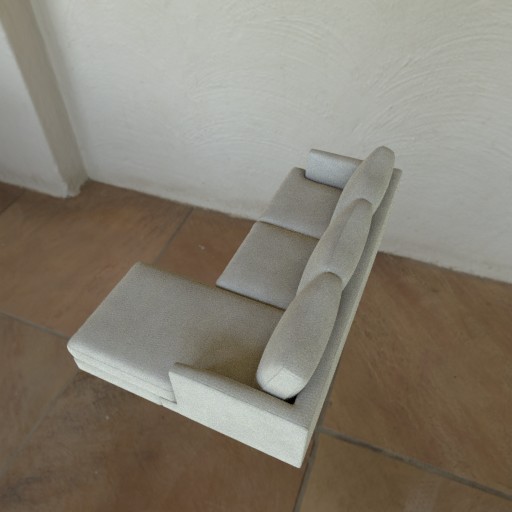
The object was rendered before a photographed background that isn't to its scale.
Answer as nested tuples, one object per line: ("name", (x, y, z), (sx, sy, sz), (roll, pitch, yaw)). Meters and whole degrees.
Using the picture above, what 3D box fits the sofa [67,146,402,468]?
("sofa", (0.000, 0.000, 3.092), (1.504, 0.956, 2.233), (18, 49, 16))
